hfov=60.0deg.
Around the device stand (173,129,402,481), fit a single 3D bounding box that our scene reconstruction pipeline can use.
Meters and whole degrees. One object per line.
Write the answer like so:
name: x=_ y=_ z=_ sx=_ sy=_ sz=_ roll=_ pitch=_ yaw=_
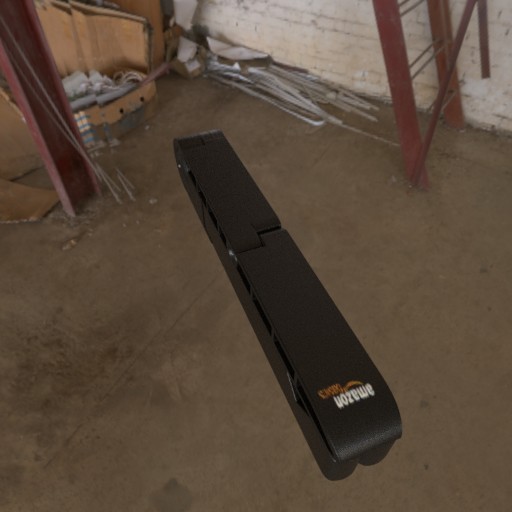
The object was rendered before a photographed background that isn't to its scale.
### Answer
device stand: x=0.000 y=0.000 z=0.190 sx=0.026 sy=0.030 sz=0.179 roll=-17 pitch=50 yaw=-15
